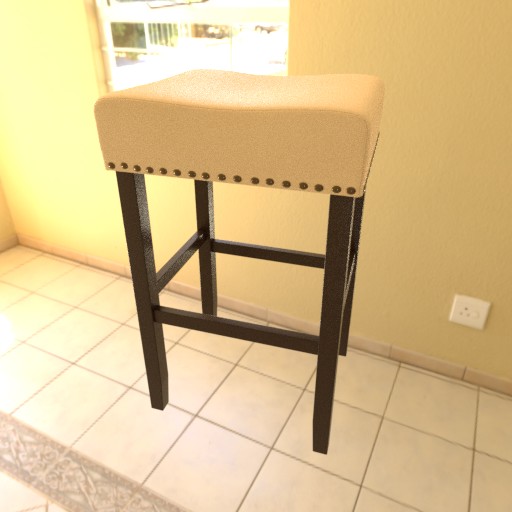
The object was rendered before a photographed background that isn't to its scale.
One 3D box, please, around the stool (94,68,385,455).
[{"bbox_3d":[0.000,0.000,1.032,0.471,0.762,0.401,9,30,15],"label":"stool"}]
